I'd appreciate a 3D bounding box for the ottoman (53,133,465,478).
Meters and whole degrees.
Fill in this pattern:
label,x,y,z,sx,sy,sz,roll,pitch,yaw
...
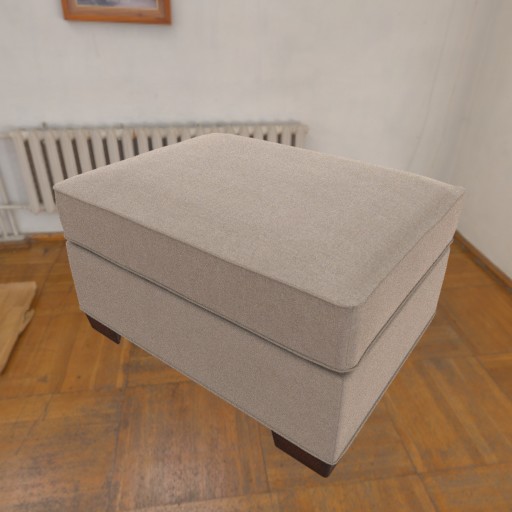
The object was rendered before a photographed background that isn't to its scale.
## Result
label,x,y,z,sx,sy,sz,roll,pitch,yaw
ottoman,0.000,0.000,1.187,0.846,0.503,0.617,21,37,31
